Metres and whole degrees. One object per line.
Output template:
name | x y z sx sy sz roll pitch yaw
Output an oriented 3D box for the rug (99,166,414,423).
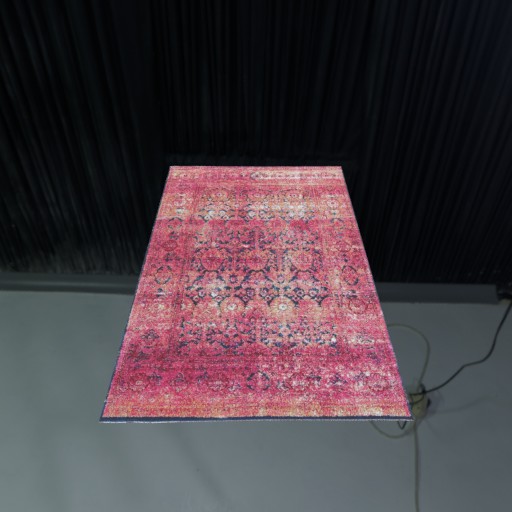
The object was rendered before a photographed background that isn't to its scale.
rug | 0.000 0.000 3.076 1.539 0.018 2.449 0 41 0
